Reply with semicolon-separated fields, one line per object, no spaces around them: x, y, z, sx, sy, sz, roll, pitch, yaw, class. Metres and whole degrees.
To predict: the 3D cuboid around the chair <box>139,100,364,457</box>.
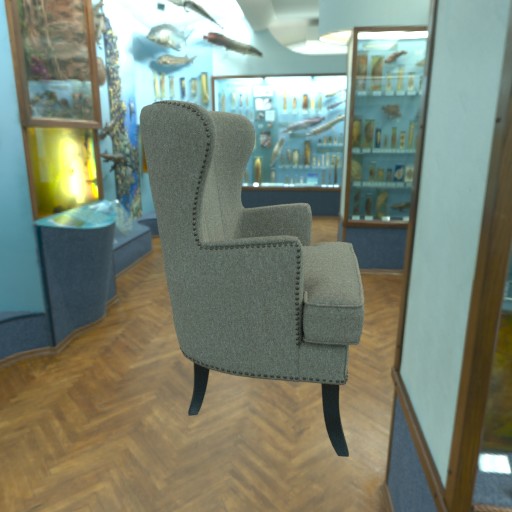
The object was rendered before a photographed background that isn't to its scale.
0.000;0.000;1.649;0.758;1.060;0.759;2;15;9;chair
